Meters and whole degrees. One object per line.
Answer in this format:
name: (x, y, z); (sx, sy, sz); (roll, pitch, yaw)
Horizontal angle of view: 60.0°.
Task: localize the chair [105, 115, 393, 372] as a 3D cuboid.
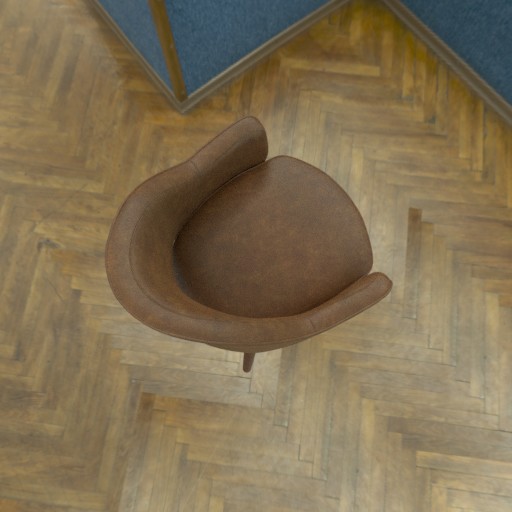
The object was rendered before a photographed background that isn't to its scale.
chair: (0.000, 0.000, 1.246); (0.640, 0.777, 0.591); (-34, 78, -9)
